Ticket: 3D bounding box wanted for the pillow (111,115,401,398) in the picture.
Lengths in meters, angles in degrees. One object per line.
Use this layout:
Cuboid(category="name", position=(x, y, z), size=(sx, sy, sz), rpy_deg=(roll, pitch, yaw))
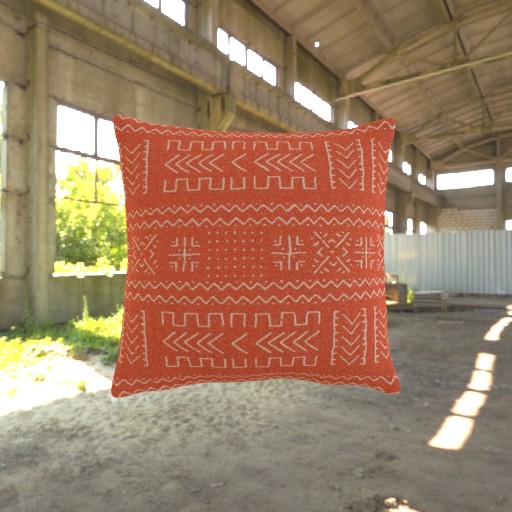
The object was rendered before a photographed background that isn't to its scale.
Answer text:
Cuboid(category="pillow", position=(0.000, 0.000, 0.673), size=(0.438, 0.429, 0.164), rpy_deg=(0, -1, 0))
